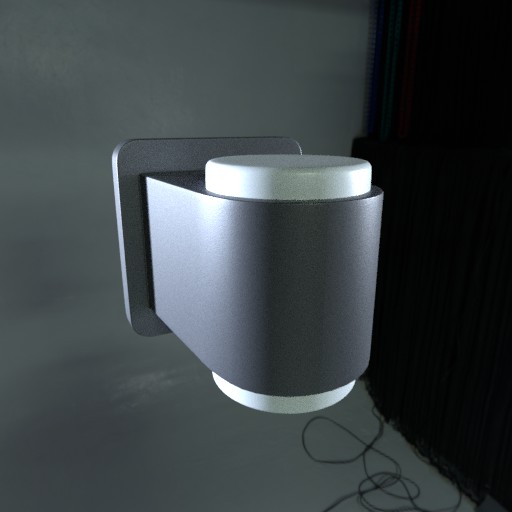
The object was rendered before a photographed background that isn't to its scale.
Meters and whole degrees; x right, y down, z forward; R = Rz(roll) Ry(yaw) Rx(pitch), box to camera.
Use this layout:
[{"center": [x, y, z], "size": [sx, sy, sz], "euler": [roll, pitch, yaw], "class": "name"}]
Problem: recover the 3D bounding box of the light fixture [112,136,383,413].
[{"center": [0.000, 0.000, 0.216], "size": [0.109, 0.109, 0.132], "euler": [-8, 19, -26], "class": "light fixture"}]
